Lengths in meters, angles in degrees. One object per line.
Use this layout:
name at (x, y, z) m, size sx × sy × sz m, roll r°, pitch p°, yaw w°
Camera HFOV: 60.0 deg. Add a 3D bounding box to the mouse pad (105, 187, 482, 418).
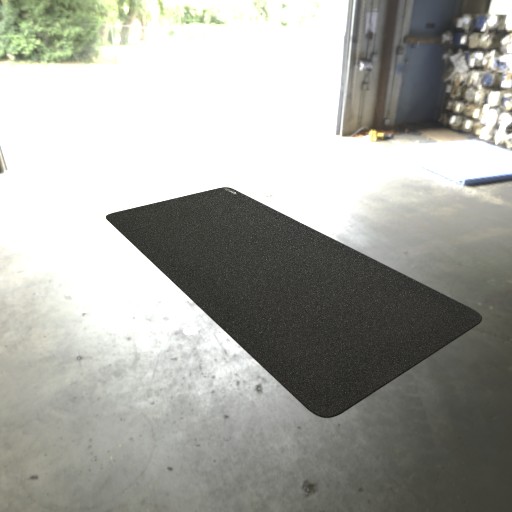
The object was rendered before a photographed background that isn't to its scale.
mouse pad at (0.000, 0.000, 1.047) m, size 0.424 × 0.003 × 0.907 m, roll -19°, pitch 34°, yaw -31°
